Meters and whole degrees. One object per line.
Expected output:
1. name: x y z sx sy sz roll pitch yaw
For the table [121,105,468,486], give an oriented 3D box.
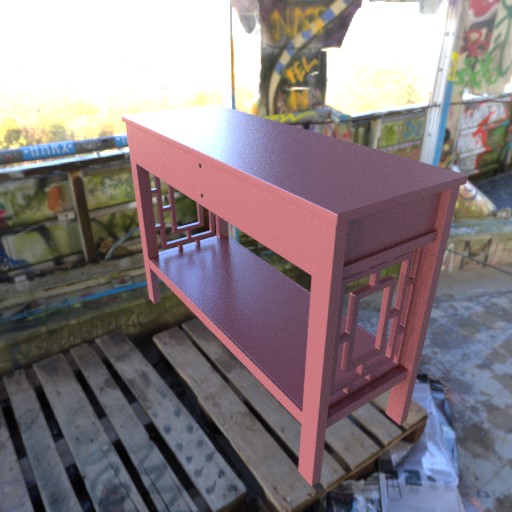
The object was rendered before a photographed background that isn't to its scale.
1. table: 0.000 0.000 1.425 0.397 0.753 1.068 -18 33 -30
